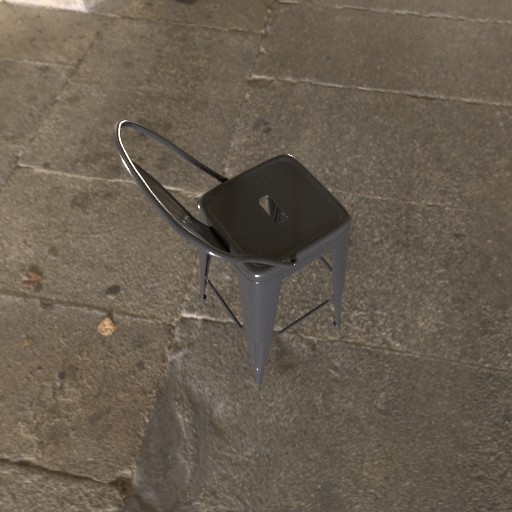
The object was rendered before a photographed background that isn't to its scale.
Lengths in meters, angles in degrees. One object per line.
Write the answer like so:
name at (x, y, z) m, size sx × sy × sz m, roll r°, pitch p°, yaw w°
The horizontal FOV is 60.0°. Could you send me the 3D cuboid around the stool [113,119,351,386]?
stool at (0.000, 0.000, 1.321) m, size 0.528 × 1.022 × 0.432 m, roll -30°, pitch 64°, yaw -17°
